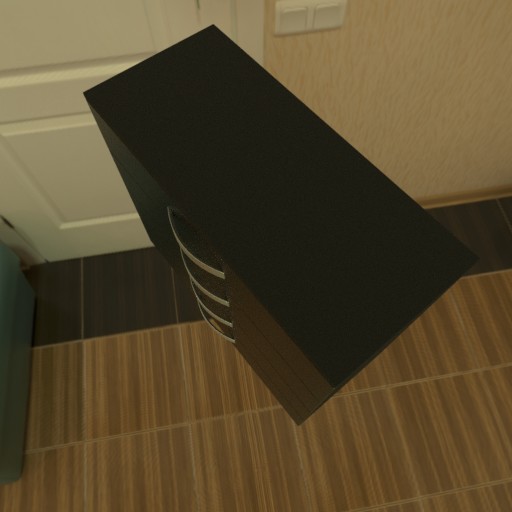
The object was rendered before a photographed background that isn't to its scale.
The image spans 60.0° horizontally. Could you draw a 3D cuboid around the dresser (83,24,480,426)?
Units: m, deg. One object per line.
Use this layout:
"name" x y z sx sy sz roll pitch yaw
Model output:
"dresser" 0.000 0.000 1.142 0.360 0.720 0.750 -36 69 -16
